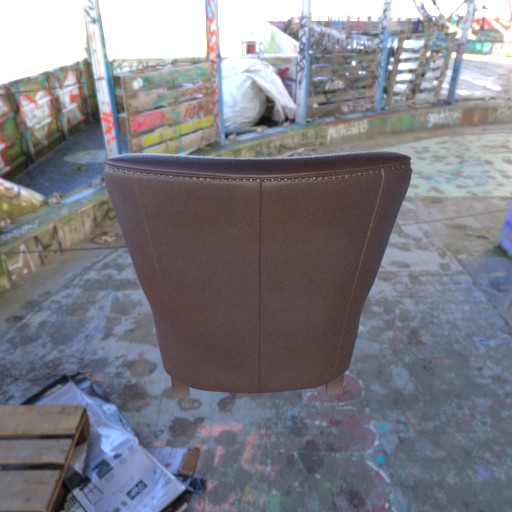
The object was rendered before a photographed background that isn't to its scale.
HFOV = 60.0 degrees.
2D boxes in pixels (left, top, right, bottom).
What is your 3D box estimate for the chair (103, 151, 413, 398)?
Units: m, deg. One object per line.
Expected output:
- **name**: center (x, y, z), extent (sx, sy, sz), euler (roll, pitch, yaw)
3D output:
- **chair**: center (0.000, 0.000, 1.358), extent (0.700, 0.800, 0.746), euler (-1, 29, -1)
